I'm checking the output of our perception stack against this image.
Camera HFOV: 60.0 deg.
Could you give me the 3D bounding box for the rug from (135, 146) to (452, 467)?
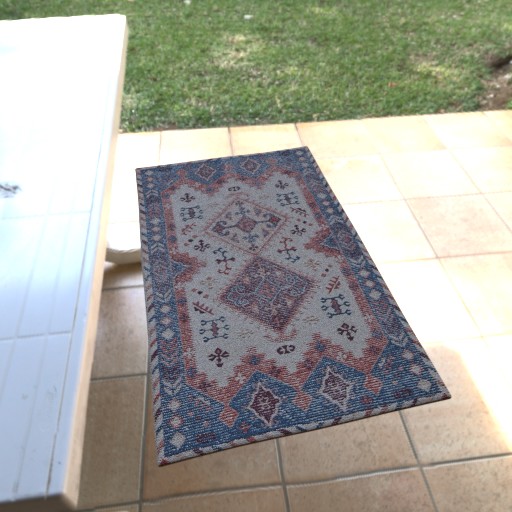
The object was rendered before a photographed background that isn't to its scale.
[{"bbox_3d":[0.000,0.000,3.013,1.521,0.023,2.464,-10,47,-9],"label":"rug"}]
